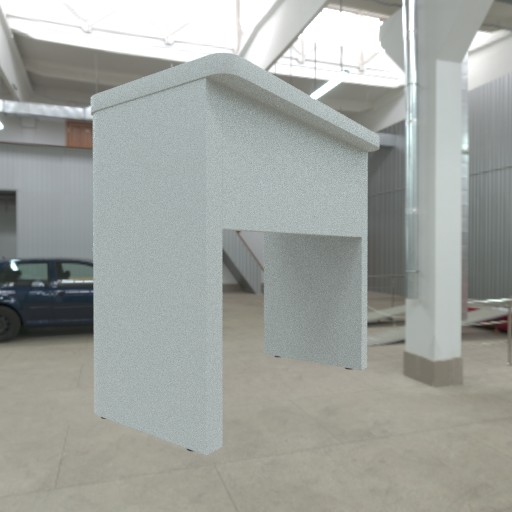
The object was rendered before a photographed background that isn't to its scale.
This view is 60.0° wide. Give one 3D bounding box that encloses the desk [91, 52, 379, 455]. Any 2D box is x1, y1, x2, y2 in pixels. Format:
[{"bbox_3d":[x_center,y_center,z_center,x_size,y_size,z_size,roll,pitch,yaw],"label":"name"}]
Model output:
[{"bbox_3d":[0.000,0.000,1.253,0.446,0.760,0.790,1,1,36],"label":"desk"}]
